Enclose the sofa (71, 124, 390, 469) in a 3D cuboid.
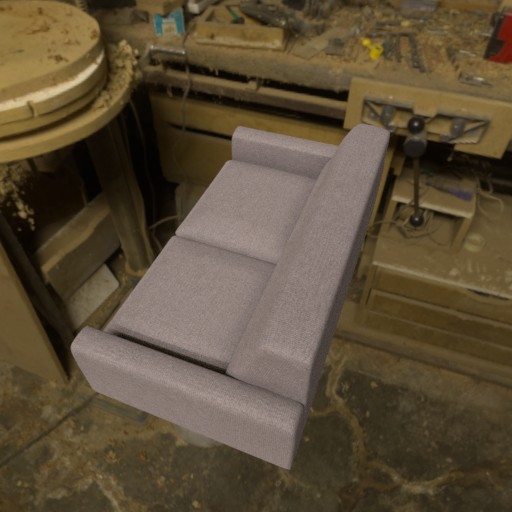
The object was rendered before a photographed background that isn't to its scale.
[{"bbox_3d":[0.000,0.000,2.148,0.909,0.841,1.631,16,50,14],"label":"sofa"}]
